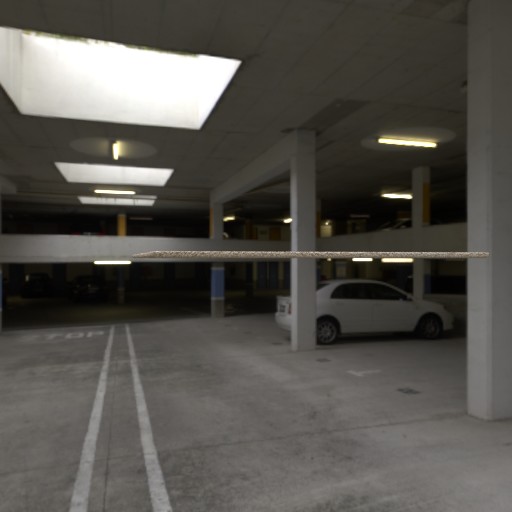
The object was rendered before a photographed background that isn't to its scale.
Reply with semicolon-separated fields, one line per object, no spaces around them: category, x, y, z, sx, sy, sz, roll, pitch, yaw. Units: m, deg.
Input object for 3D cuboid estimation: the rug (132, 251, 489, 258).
rug;0.000;0.000;2.922;1.500;0.025;2.346;0;0;-17
